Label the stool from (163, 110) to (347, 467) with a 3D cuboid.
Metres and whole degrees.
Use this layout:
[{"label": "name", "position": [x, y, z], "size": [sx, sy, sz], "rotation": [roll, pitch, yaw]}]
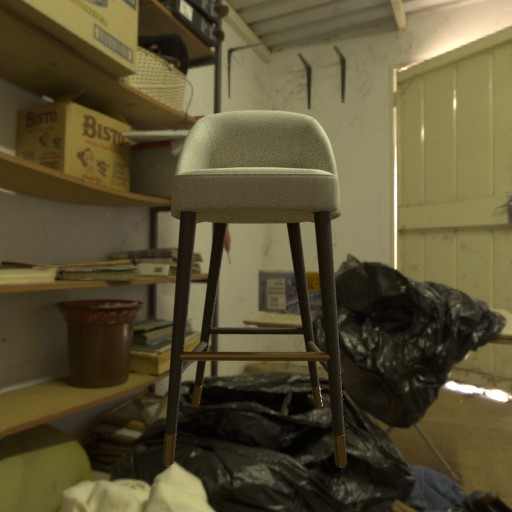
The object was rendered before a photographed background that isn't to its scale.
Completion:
[{"label": "stool", "position": [0.000, 0.000, 1.340], "size": [0.494, 1.037, 0.509], "rotation": [0, 0, 1]}]
